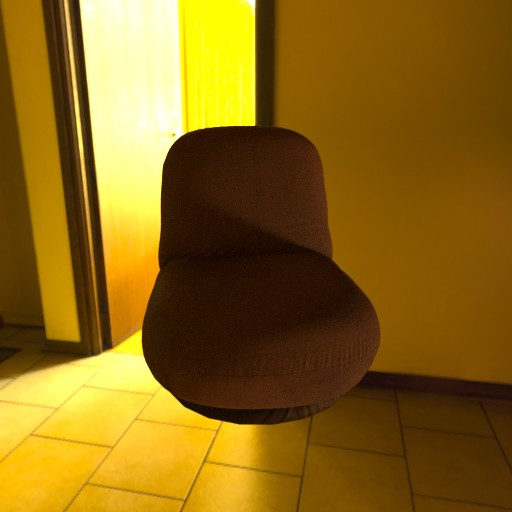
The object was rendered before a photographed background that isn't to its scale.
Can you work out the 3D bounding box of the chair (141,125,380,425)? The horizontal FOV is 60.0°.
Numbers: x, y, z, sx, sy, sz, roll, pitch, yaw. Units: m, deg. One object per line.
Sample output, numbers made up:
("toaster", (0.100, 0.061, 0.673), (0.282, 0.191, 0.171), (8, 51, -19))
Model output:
("chair", (0.000, 0.000, 1.035), (0.521, 0.594, 0.597), (-2, 16, -8))
